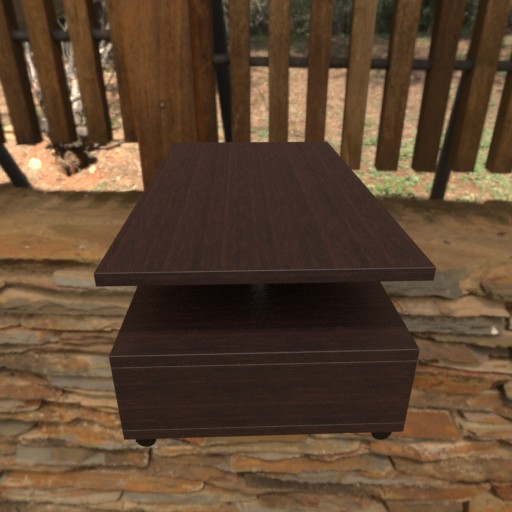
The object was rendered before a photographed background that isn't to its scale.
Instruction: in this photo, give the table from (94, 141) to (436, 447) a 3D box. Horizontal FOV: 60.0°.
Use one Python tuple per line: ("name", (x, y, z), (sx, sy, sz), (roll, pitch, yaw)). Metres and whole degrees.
("table", (0.000, 0.000, 1.332), (0.590, 0.460, 1.050), (-1, 26, -2))
